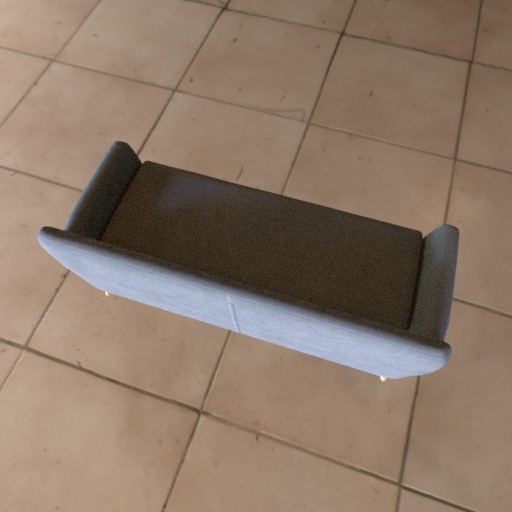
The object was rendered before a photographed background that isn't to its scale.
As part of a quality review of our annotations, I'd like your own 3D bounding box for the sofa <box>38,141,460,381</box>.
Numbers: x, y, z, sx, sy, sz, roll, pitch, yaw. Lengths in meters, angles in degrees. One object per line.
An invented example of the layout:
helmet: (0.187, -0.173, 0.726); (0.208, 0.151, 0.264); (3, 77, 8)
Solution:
sofa: (0.000, 0.000, 2.380); (1.970, 0.830, 0.830); (16, 64, 8)
